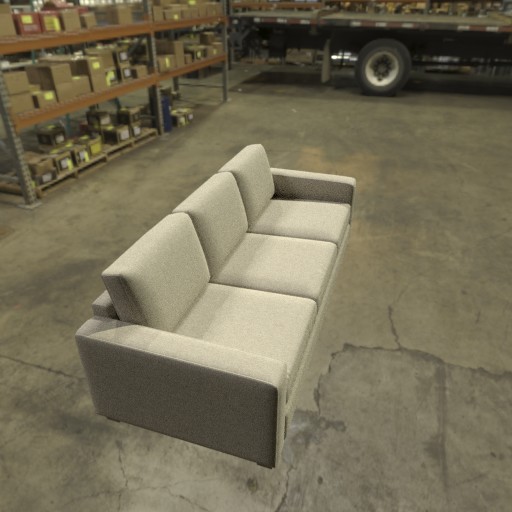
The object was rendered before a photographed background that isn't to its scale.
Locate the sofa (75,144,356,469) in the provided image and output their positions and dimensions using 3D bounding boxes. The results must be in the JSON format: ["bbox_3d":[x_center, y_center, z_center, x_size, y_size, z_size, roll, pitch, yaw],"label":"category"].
[{"bbox_3d":[0.000,0.000,2.657,0.900,0.800,2.160,10,33,16],"label":"sofa"}]
